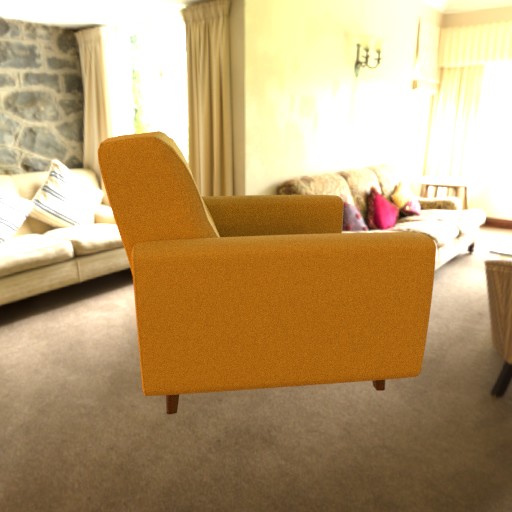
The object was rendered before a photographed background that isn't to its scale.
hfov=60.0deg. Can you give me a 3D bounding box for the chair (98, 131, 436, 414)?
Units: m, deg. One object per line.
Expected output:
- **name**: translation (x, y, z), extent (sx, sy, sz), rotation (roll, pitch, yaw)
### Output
- **chair**: translation (0.000, 0.000, 1.549), extent (0.909, 0.841, 0.831), rotation (-3, 17, -10)
